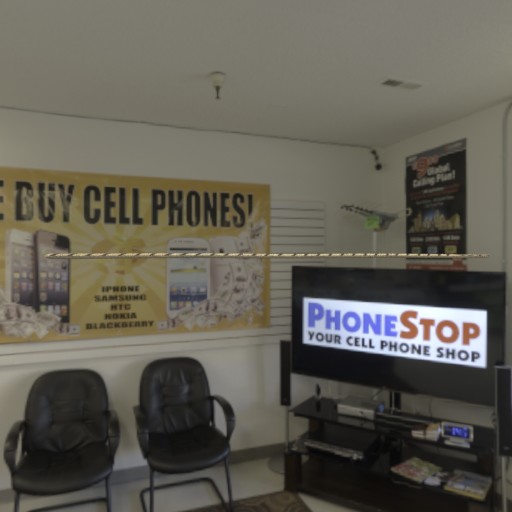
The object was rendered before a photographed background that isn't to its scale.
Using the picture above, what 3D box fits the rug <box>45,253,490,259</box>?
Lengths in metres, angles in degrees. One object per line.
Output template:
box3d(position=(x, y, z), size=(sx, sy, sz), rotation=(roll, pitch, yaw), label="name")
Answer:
box3d(position=(0.000, 0.000, 2.309), size=(1.842, 0.019, 1.237), rotation=(0, 0, -18), label="rug")
